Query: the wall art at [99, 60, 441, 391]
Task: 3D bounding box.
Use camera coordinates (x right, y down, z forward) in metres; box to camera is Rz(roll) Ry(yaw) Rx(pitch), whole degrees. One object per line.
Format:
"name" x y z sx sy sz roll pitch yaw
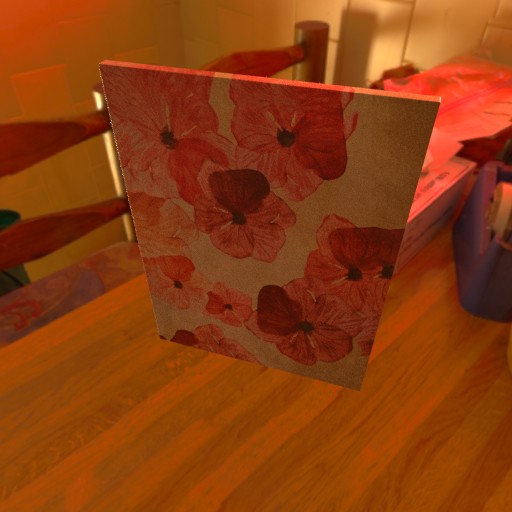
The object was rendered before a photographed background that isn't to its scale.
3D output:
"wall art" 0.000 0.000 1.290 0.762 1.015 0.031 12 42 13
